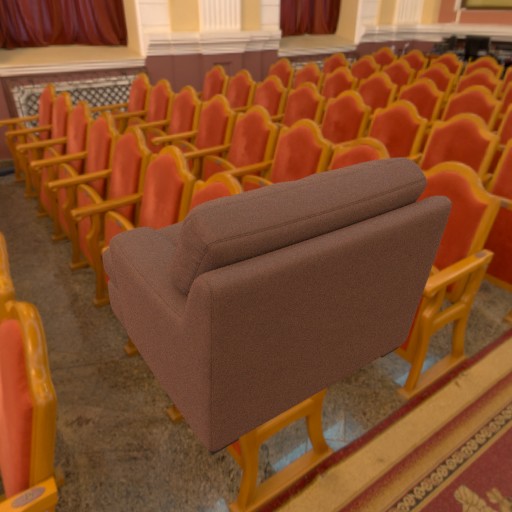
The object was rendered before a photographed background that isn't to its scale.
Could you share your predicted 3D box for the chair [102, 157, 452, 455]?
[{"bbox_3d":[0.000,0.000,2.010,1.168,0.940,1.143,-19,34,-30],"label":"chair"}]
